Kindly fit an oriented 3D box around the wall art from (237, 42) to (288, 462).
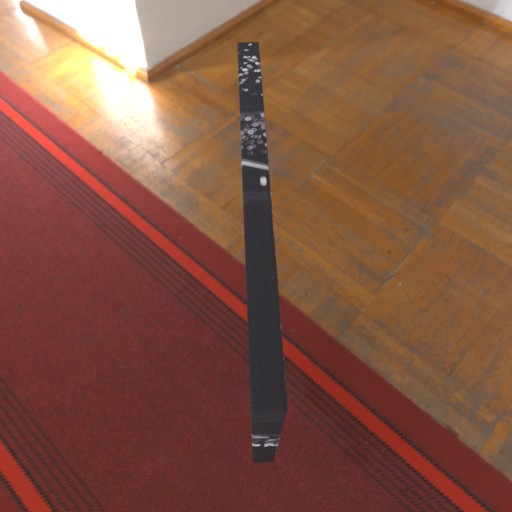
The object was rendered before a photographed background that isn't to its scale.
[{"bbox_3d":[0.000,0.000,0.770,0.037,0.406,0.609,-2,59,-1],"label":"wall art"}]
